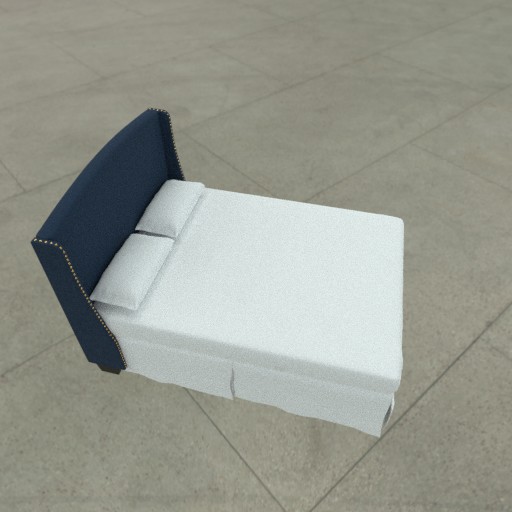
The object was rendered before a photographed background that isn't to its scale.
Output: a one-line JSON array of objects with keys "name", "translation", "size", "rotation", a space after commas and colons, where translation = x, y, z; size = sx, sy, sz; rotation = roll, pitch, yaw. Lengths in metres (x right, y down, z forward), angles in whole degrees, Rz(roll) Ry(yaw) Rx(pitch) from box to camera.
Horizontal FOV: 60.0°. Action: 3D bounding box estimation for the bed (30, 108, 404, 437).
[{"name": "bed", "translation": [0.000, 0.000, 3.212], "size": [2.223, 1.402, 1.604], "rotation": [10, 46, 10]}]
